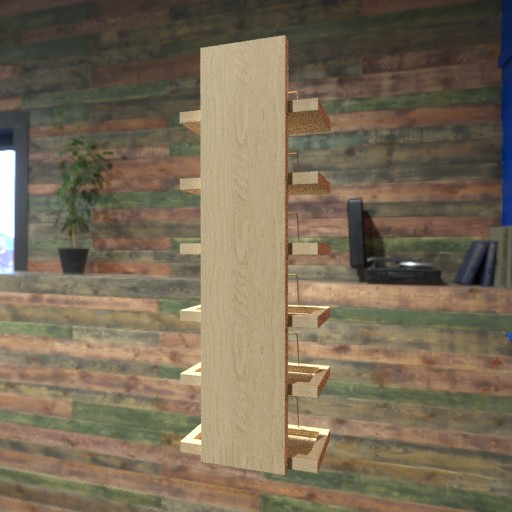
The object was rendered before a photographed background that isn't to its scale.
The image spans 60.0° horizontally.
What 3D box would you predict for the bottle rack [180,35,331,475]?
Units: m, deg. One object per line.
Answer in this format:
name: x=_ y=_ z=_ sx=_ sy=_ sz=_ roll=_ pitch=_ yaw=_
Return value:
bottle rack: x=0.000 y=0.000 z=1.078 sx=0.330 sy=0.943 sz=0.206 roll=0 pitch=1 yaw=18
